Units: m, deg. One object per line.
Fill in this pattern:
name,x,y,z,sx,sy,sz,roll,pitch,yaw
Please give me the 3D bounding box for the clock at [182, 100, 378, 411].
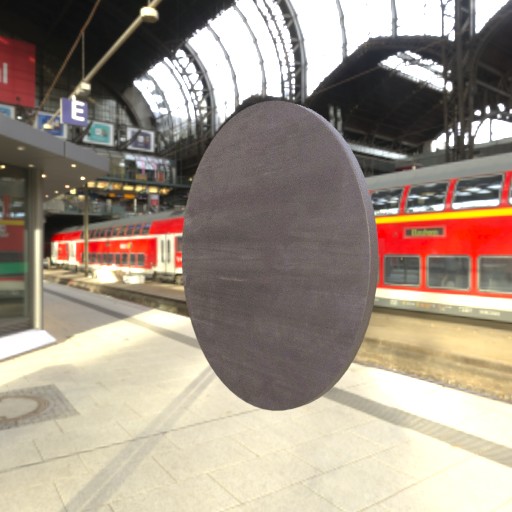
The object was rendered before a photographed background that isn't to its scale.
clock,0.000,0.000,0.892,0.029,0.595,0.595,-1,1,-37
